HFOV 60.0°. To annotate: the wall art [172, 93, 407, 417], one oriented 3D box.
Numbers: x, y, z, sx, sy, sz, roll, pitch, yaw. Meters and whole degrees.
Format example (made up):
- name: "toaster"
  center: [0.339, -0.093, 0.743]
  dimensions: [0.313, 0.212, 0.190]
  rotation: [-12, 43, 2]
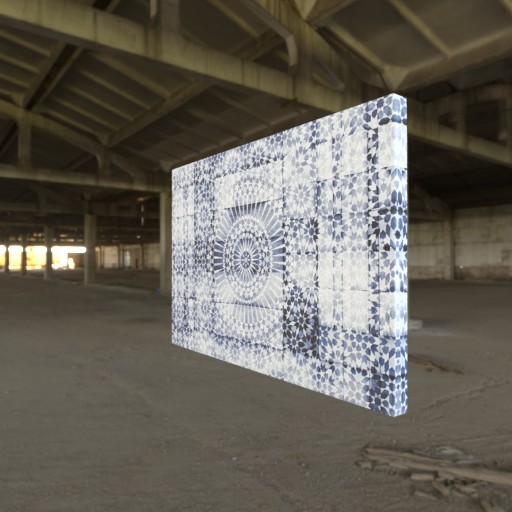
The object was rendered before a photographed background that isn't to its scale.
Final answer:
- name: "wall art"
  center: [0.000, 0.000, 0.804]
  dimensions: [0.030, 0.406, 0.608]
  rotation: [0, 0, -37]
